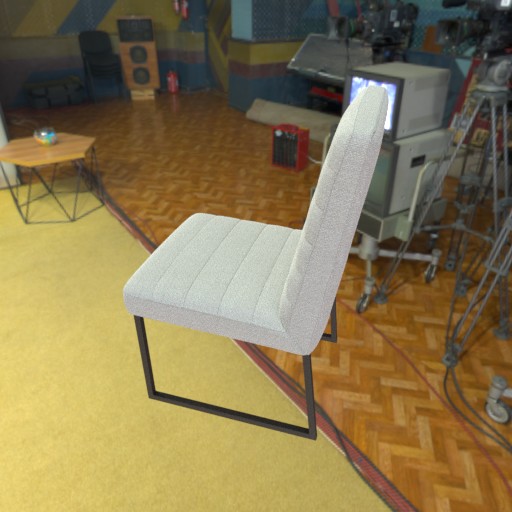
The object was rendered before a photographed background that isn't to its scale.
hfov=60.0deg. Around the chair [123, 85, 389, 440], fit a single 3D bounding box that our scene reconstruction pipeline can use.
[{"bbox_3d":[0.000,0.000,1.331,0.634,0.930,0.520,9,32,14],"label":"chair"}]
